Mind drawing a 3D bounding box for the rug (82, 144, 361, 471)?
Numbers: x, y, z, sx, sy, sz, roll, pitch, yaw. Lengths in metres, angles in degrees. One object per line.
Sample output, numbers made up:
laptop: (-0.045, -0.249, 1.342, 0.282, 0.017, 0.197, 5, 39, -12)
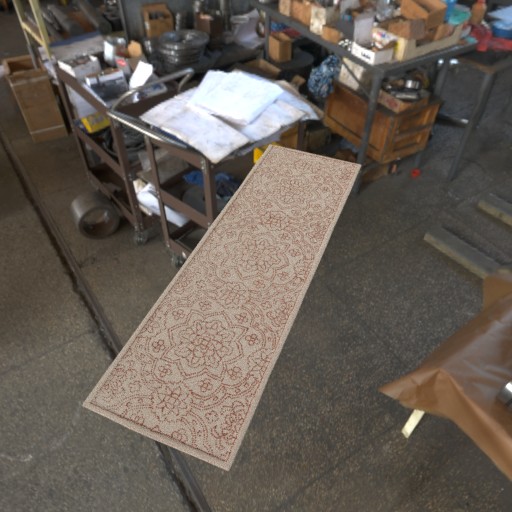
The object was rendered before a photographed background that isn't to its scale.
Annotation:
rug: (0.000, 0.000, 2.764, 0.769, 0.012, 2.448, 17, 48, 15)
